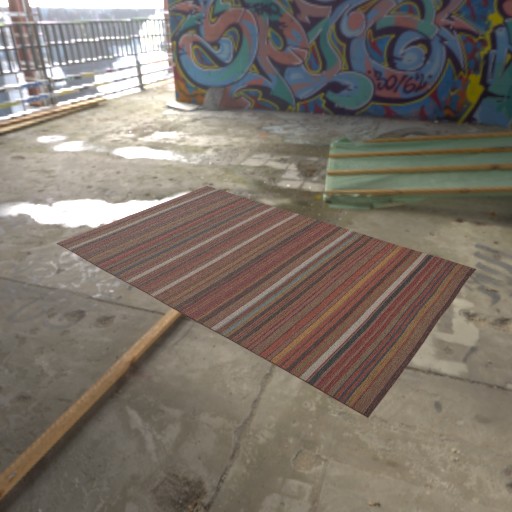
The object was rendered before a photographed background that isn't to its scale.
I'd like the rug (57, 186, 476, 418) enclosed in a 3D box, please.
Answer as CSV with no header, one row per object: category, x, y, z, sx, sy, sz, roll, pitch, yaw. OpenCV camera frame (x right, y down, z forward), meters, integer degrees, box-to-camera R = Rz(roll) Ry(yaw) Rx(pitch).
rug,0.000,0.000,3.006,2.438,0.008,1.523,22,36,33
